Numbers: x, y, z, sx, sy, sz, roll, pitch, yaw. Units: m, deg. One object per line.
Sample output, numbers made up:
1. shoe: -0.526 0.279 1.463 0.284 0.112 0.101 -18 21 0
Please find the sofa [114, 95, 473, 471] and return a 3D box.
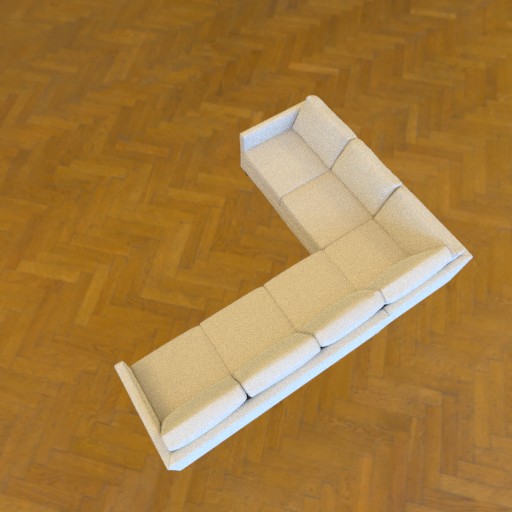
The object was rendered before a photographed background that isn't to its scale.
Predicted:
1. sofa: 0.000 0.000 4.309 3.182 0.863 2.432 -31 67 -14
